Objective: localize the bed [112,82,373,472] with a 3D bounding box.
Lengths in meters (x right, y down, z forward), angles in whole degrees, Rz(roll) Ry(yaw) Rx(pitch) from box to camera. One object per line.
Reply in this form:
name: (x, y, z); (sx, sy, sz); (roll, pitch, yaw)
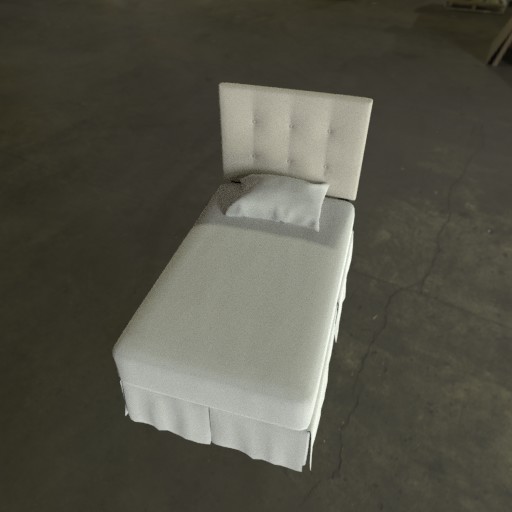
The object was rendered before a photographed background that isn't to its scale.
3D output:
bed: (0.000, 0.000, 3.016); (1.261, 1.571, 1.997); (11, 42, 12)
